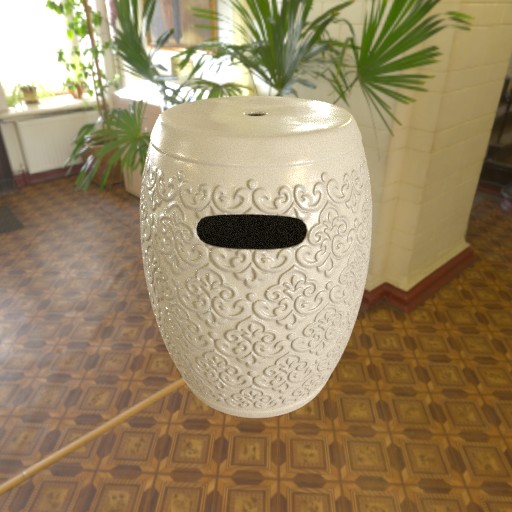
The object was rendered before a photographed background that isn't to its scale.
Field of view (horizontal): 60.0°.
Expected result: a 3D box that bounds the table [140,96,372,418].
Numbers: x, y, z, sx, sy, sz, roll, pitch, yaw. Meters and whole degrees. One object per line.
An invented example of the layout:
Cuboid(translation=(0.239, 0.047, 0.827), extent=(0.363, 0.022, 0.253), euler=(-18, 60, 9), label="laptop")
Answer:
Cuboid(translation=(0.000, 0.000, 0.627), extent=(0.309, 0.397, 0.309), euler=(0, 30, 0), label="table")
